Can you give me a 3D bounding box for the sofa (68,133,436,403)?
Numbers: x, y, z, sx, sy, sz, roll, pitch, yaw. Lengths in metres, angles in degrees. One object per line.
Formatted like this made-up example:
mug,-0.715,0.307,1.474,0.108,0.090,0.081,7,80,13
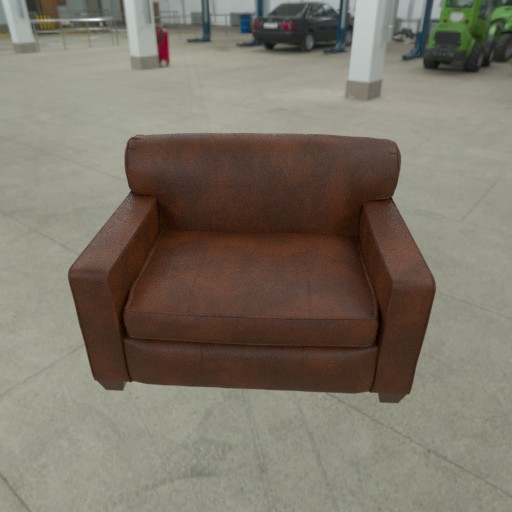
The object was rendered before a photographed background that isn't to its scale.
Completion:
sofa,0.000,0.000,2.099,1.413,0.956,1.000,2,30,3
